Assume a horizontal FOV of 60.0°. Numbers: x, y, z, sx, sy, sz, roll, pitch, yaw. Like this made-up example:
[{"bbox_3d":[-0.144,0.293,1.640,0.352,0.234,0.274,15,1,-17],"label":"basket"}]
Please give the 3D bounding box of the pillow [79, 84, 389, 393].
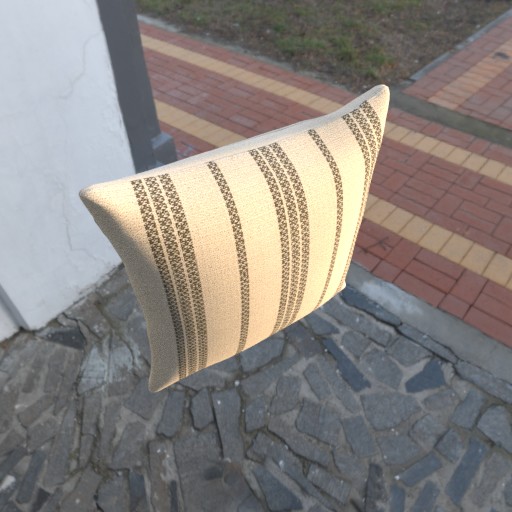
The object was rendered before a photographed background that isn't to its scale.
[{"bbox_3d":[0.000,0.000,0.638,0.405,0.406,0.173,-25,52,-22],"label":"pillow"}]
